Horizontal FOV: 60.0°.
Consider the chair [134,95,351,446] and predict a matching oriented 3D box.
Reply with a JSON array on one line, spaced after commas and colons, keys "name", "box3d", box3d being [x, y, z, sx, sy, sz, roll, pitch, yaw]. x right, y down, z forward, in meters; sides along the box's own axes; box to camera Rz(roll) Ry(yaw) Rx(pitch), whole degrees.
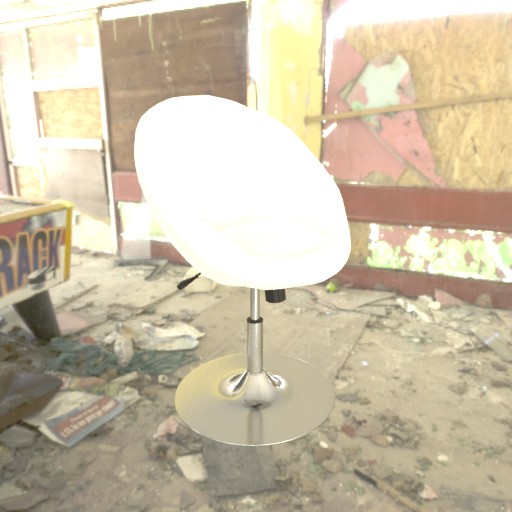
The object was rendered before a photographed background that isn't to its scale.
[{"name": "chair", "box3d": [0.000, 0.000, 1.804, 0.736, 1.261, 0.940, 15, 22, 42]}]
